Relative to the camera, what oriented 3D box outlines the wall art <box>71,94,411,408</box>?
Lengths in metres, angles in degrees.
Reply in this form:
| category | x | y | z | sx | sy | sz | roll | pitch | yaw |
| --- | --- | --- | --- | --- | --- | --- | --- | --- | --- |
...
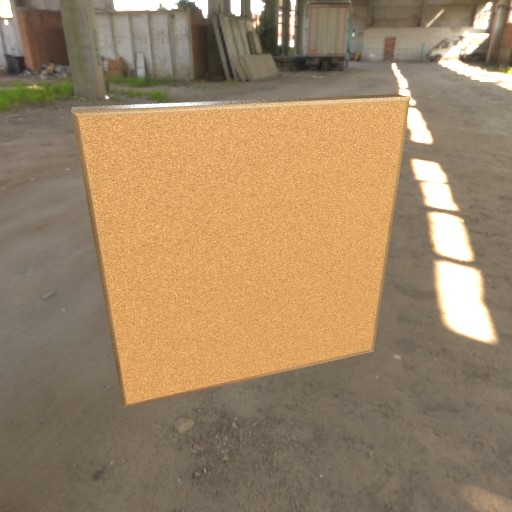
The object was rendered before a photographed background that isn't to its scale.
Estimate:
| category | x | y | z | sx | sy | sz | roll | pitch | yaw |
| --- | --- | --- | --- | --- | --- | --- | --- | --- | --- |
| wall art | 0.000 | 0.000 | 0.770 | 0.513 | 0.511 | 0.038 | -8 | 27 | -16 |
